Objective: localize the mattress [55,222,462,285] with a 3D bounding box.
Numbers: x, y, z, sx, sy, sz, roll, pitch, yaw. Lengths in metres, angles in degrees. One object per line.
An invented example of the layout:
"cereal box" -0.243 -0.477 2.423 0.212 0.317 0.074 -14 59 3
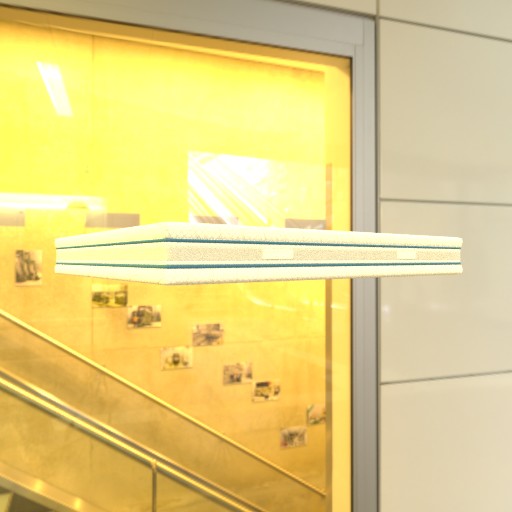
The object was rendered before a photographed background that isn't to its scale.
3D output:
"mattress" 0.000 0.000 2.777 2.000 0.230 1.600 0 0 -37
